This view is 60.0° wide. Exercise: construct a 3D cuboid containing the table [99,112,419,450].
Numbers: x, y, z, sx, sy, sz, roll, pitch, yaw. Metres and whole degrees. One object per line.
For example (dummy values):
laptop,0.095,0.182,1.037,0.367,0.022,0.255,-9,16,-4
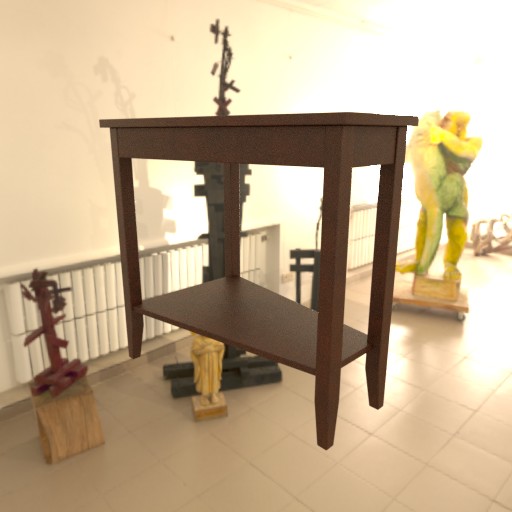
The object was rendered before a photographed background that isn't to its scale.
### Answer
table,0.000,0.000,0.994,0.399,0.589,0.605,-15,21,-42
